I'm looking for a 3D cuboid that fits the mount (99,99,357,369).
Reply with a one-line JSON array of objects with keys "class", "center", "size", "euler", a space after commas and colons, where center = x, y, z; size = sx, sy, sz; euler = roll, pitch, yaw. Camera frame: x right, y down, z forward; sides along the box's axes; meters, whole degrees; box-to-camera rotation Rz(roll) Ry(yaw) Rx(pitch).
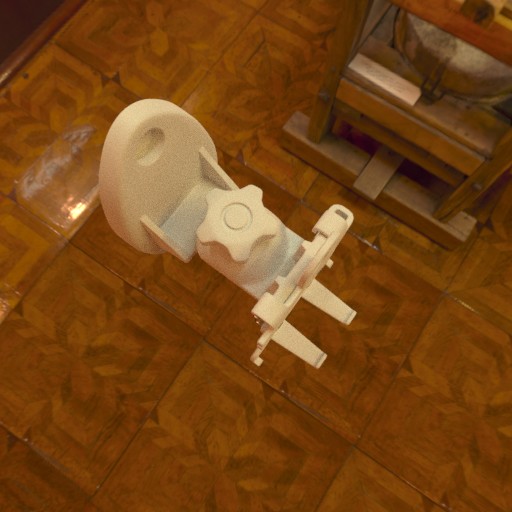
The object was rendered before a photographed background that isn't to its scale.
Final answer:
[{"class": "mount", "center": [0.000, 0.000, 0.176], "size": [0.100, 0.118, 0.066], "euler": [36, 78, 8]}]
